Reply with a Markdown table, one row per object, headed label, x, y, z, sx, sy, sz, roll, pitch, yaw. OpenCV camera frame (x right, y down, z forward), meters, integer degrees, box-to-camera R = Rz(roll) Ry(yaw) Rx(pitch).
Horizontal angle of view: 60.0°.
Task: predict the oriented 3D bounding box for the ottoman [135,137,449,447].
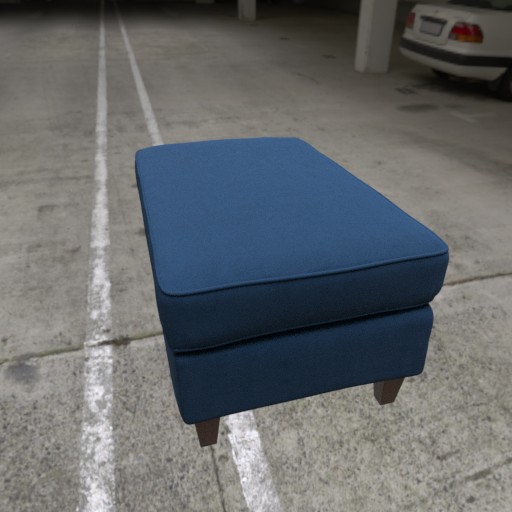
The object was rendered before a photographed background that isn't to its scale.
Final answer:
| label | x | y | z | sx | sy | sz | roll | pitch | yaw |
| --- | --- | --- | --- | --- | --- | --- | --- | --- | --- |
| ottoman | 0.000 | 0.000 | 1.240 | 0.583 | 0.484 | 0.862 | -8 | 31 | -14 |
